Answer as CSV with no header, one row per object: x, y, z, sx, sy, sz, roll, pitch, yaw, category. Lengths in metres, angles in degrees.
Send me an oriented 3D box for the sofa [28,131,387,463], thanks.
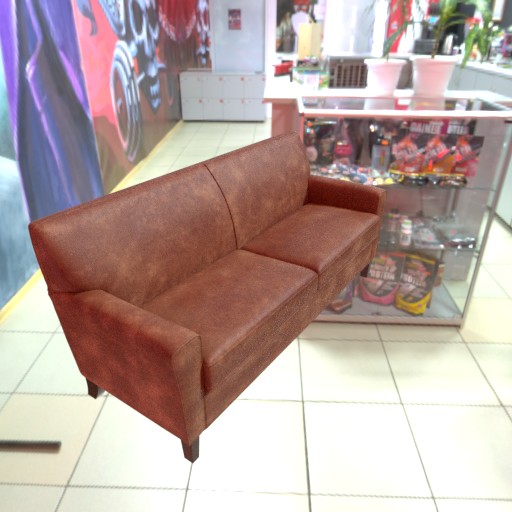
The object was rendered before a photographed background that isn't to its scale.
0.000,0.000,2.503,0.805,0.947,2.053,18,33,30,sofa
